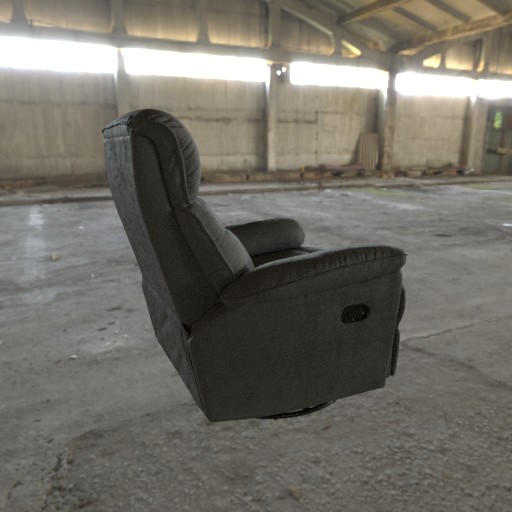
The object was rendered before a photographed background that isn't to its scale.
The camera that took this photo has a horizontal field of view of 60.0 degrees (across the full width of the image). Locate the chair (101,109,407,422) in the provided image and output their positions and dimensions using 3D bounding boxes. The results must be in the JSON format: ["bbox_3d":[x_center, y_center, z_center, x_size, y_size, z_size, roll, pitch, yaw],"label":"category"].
[{"bbox_3d":[0.000,0.000,1.710,1.004,1.037,0.820,-6,15,-25],"label":"chair"}]
